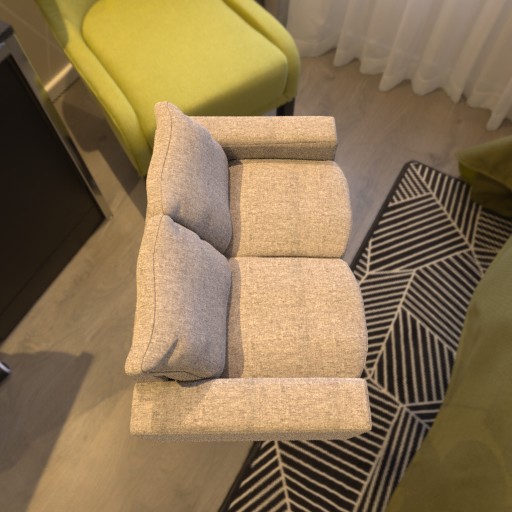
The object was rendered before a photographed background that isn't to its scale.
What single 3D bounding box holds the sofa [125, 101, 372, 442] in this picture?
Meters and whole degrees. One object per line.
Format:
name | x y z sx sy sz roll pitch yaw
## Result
sofa | 0.000 0.000 2.343 1.094 0.877 1.758 -1 64 0
